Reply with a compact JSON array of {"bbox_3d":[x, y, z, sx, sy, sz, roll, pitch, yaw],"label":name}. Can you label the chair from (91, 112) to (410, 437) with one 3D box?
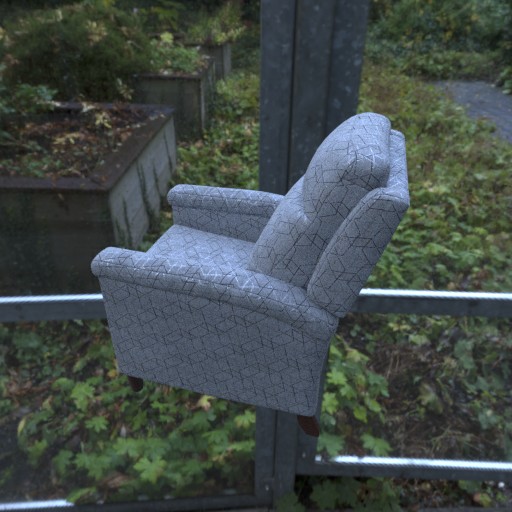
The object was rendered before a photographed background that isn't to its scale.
[{"bbox_3d":[0.000,0.000,1.723,0.987,1.048,0.753,8,32,13],"label":"chair"}]
